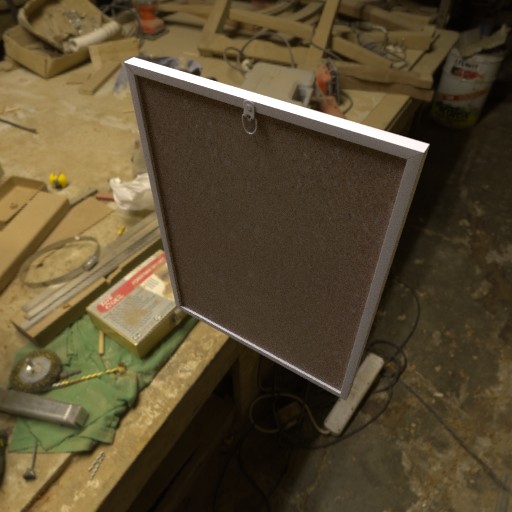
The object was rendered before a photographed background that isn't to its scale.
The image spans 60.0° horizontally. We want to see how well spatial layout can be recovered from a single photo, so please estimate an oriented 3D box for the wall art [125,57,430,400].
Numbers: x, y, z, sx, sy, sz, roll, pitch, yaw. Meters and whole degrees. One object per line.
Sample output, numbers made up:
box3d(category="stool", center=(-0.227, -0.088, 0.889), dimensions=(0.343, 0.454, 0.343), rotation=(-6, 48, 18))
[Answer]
box3d(category="wall art", center=(0.000, 0.000, 1.409), dimensions=(0.805, 1.056, 0.042), rotation=(25, 51, 22))
